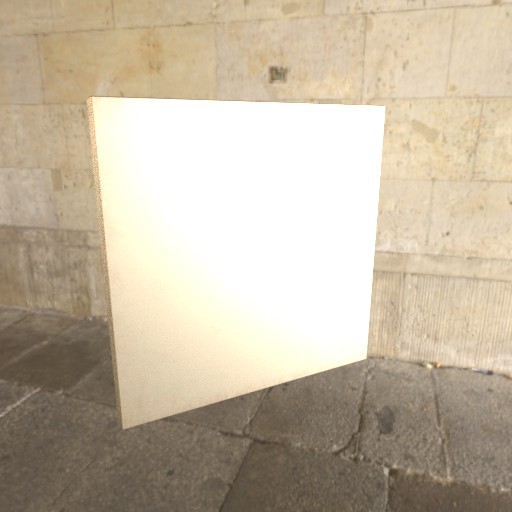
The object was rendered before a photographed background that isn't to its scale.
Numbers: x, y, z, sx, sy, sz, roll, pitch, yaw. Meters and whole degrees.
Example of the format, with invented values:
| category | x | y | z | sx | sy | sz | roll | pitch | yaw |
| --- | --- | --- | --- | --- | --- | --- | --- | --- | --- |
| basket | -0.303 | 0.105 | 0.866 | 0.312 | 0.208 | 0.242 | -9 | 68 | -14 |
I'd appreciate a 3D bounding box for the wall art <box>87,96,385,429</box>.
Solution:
| category | x | y | z | sx | sy | sz | roll | pitch | yaw |
| --- | --- | --- | --- | --- | --- | --- | --- | --- | --- |
| wall art | 0.000 | 0.000 | 0.771 | 0.503 | 0.506 | 0.040 | -8 | 17 | -26 |
